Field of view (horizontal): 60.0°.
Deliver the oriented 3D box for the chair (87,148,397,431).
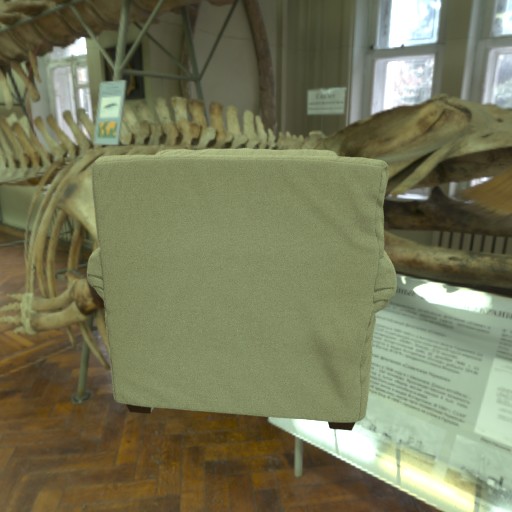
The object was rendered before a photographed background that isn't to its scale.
[{"bbox_3d":[0.000,0.000,1.782,0.940,0.866,1.066,2,16,7],"label":"chair"}]
